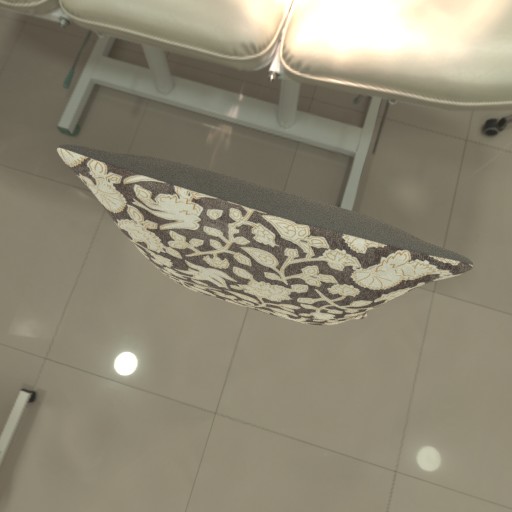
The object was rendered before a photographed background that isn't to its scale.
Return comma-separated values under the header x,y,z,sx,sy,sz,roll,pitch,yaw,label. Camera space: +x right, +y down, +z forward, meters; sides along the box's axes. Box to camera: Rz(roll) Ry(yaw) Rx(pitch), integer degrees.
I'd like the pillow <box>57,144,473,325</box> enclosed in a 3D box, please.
x,y,z,sx,sy,sz,roll,pitch,yaw,label
0.000,0.000,0.775,0.526,0.507,0.166,16,77,4,pillow
